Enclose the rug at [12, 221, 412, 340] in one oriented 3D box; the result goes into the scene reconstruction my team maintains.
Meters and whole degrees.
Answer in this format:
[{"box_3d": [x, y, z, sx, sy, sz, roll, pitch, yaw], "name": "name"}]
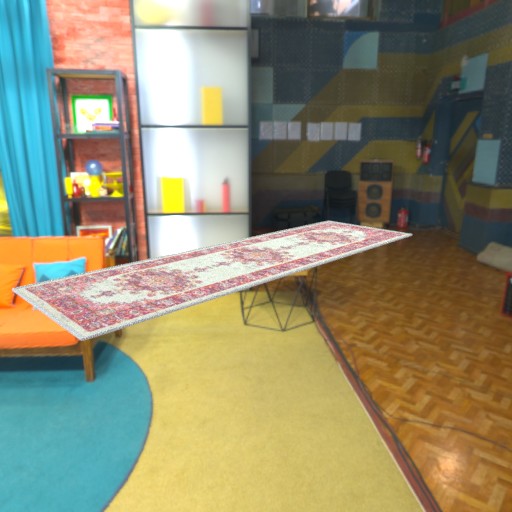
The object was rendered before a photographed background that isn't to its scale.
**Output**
[{"box_3d": [0.000, 0.000, 1.955, 1.824, 0.009, 0.562, -14, 21, -43], "name": "rug"}]
